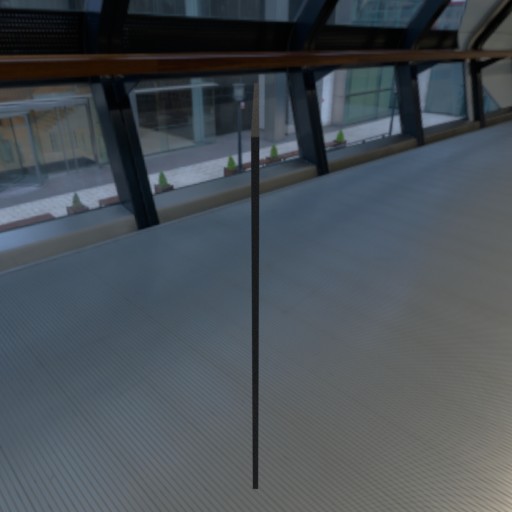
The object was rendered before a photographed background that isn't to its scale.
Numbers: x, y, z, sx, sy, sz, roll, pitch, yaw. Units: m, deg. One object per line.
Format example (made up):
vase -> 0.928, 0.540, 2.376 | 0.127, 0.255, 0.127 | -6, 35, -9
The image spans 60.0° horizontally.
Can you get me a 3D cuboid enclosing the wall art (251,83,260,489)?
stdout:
wall art -> 0.000, 0.000, 1.234 | 0.013, 0.823, 0.823 | 0, 27, 0
